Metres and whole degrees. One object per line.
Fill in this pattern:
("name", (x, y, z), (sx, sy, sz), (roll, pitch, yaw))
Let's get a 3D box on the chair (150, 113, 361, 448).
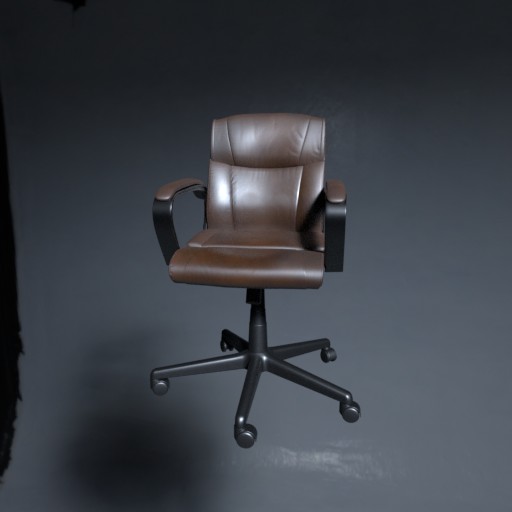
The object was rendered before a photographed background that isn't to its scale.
("chair", (0.000, 0.000, 1.538), (0.739, 1.004, 0.717), (2, 13, 9))
